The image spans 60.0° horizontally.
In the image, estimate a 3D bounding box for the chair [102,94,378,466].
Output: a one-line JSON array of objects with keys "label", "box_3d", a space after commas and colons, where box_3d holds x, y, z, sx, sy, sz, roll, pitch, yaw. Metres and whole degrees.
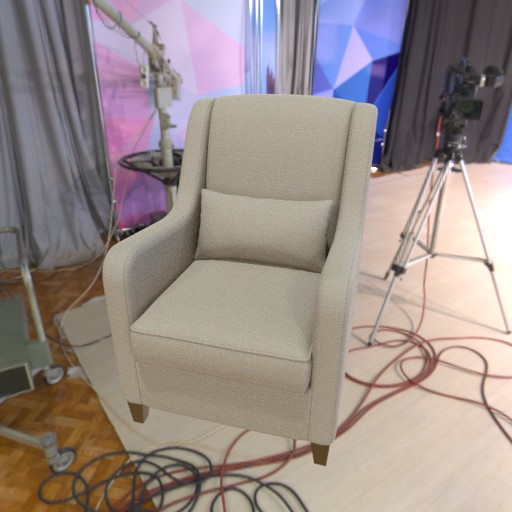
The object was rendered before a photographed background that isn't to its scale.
[{"label": "chair", "box_3d": [0.000, 0.000, 1.586, 0.715, 1.017, 0.896, 7, 27, 14]}]
